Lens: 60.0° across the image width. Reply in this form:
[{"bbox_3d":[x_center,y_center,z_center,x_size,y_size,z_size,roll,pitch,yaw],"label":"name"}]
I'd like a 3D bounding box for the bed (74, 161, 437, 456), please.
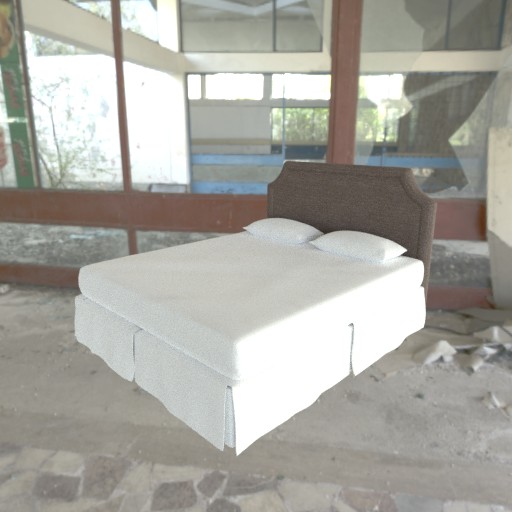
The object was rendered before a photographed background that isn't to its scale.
[{"bbox_3d":[0.000,0.000,4.215,2.773,1.590,2.350,-15,22,-43],"label":"bed"}]
